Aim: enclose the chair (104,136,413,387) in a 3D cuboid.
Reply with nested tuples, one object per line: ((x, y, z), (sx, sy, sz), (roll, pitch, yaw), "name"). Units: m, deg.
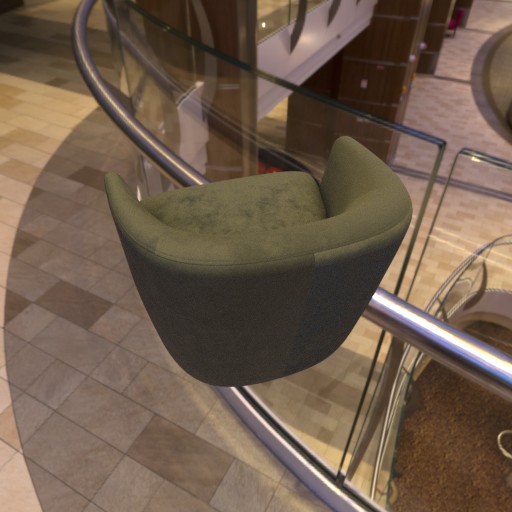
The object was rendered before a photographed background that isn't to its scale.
((0.000, 0.000, 1.342), (0.773, 0.698, 0.767), (-12, 44, -13), "chair")
